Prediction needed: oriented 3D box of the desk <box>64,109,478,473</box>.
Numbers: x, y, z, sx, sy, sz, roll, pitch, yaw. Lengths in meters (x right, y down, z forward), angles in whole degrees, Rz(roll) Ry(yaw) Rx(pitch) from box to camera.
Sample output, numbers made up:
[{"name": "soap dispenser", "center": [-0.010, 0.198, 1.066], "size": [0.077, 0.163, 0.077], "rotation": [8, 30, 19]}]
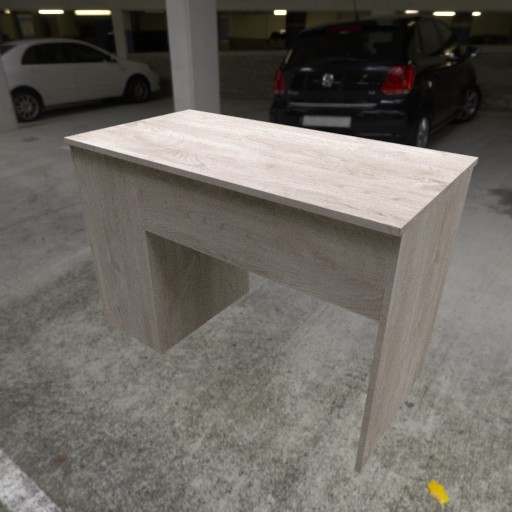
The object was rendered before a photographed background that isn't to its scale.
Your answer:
[{"name": "desk", "center": [0.000, 0.000, 1.481], "size": [1.097, 0.735, 0.560], "rotation": [20, 35, 32]}]
